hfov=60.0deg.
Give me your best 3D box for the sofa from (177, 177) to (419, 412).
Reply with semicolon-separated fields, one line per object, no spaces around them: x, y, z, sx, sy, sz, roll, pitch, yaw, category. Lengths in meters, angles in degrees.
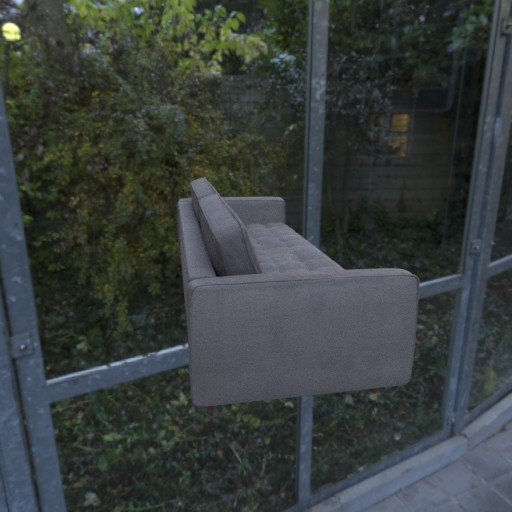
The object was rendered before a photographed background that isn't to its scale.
0.000;0.000;2.749;0.923;0.813;2.295;-3;16;-10;sofa
